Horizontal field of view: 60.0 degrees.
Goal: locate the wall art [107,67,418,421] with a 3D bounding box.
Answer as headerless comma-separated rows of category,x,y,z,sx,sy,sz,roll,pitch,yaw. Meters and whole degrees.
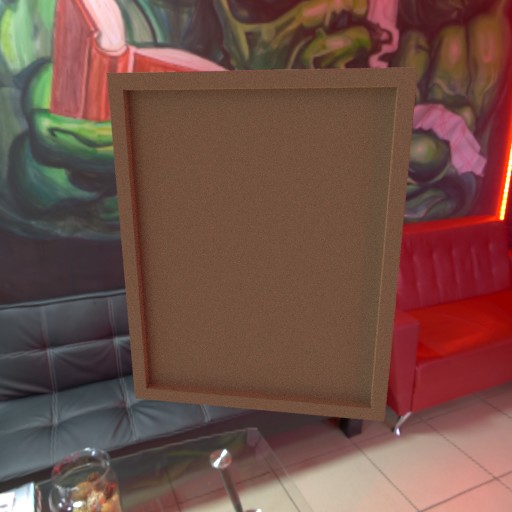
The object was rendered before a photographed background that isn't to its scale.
wall art,0.000,0.000,0.657,0.406,0.508,0.028,2,16,8
